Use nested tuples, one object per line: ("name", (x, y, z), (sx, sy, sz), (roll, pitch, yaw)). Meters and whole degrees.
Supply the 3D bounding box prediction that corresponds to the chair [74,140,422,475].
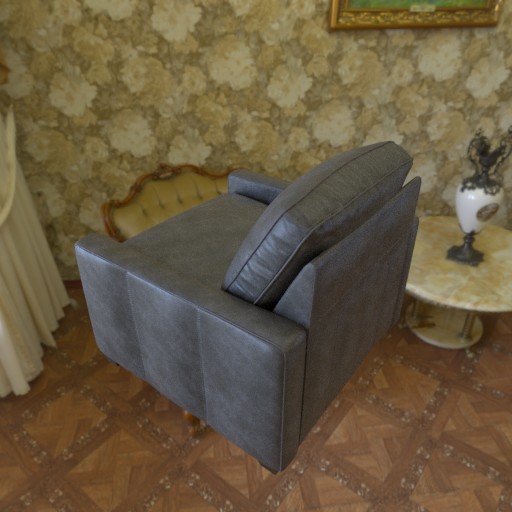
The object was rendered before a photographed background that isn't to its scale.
("chair", (0.000, 0.000, 1.749), (0.939, 0.916, 1.006), (21, 37, 31))
